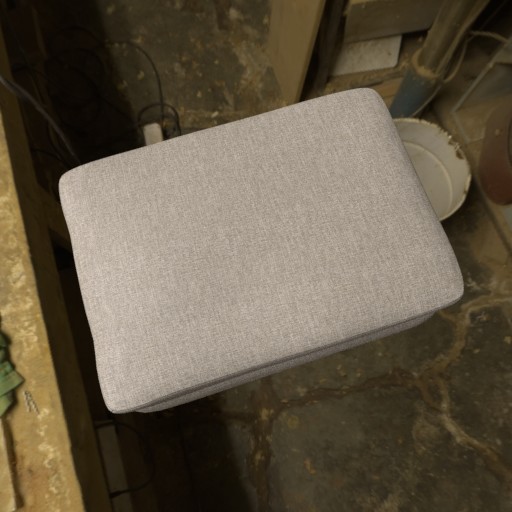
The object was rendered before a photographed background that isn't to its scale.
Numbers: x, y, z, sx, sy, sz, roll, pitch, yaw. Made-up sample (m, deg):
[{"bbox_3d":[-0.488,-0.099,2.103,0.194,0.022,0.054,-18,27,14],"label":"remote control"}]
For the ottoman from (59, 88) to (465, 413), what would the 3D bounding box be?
[{"bbox_3d":[0.000,0.000,1.247,0.873,0.494,0.639,-17,75,-5],"label":"ottoman"}]
